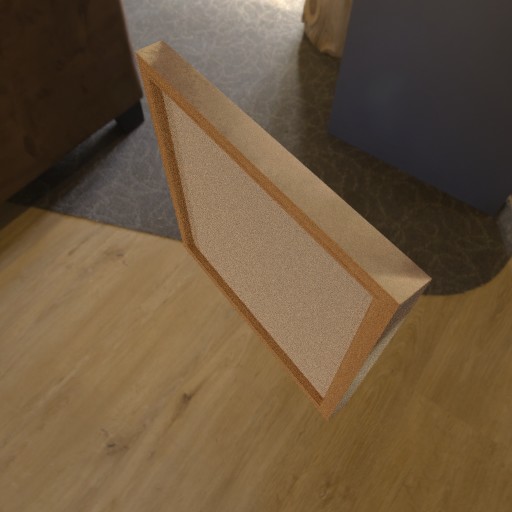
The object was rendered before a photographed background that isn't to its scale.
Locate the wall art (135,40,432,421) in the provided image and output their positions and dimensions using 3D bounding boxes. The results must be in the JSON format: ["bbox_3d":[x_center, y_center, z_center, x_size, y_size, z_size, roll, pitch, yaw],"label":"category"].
[{"bbox_3d":[0.000,0.000,0.448,0.028,0.303,0.303,-33,63,-19],"label":"wall art"}]
